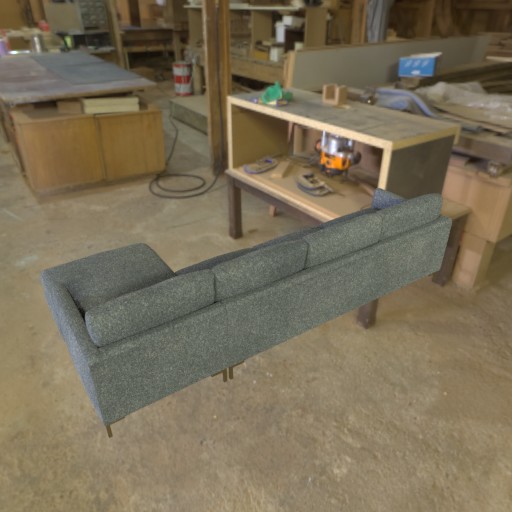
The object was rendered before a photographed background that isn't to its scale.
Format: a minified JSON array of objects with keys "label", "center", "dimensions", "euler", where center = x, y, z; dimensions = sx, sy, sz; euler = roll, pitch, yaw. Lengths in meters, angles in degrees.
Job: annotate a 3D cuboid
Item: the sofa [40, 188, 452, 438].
[{"label":"sofa","center":[0.000,0.000,3.428],"dimensions":[2.932,0.810,1.350],"euler":[-19,36,-28]}]
